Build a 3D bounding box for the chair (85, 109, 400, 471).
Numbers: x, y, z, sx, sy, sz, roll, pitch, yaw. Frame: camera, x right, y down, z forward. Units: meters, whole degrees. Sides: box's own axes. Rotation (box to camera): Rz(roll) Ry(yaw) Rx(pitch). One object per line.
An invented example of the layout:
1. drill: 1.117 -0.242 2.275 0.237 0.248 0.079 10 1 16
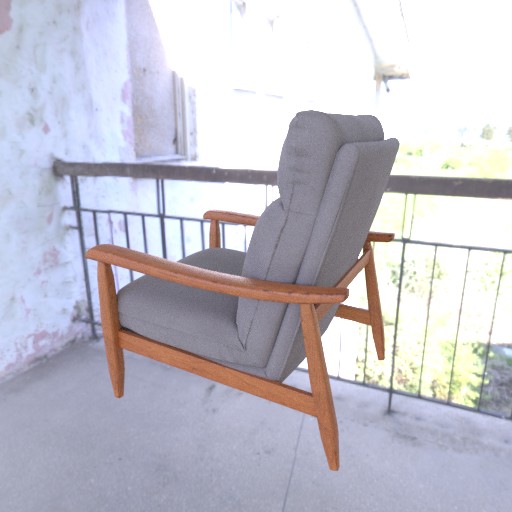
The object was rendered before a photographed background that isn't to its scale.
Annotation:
1. chair: 0.000 0.000 1.504 0.816 0.922 0.782 8 18 25
